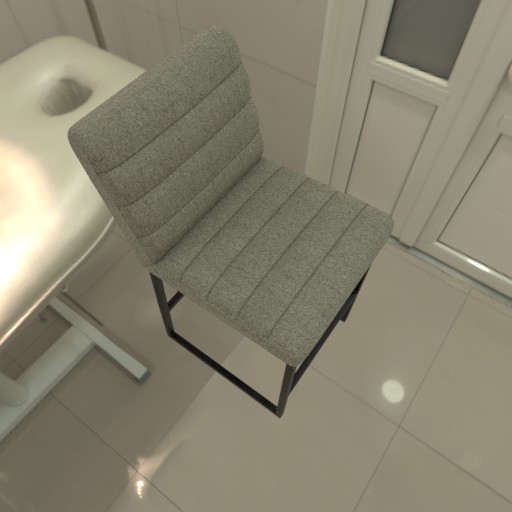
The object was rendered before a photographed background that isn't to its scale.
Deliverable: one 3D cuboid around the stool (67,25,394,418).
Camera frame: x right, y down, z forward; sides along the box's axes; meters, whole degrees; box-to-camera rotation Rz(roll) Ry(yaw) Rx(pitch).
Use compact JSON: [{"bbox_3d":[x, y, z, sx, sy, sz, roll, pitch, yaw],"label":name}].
[{"bbox_3d":[0.000,0.000,1.215,0.560,0.940,0.460,31,63,18],"label":"stool"}]
